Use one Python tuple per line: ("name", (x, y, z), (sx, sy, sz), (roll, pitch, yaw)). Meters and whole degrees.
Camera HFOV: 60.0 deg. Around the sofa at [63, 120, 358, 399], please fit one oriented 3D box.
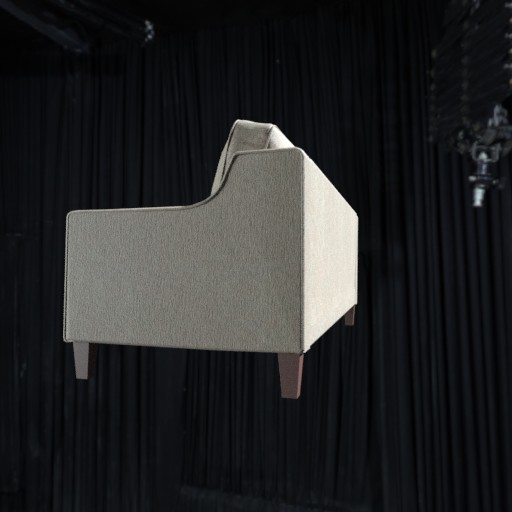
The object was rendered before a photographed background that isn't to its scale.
("sofa", (0.000, 0.000, 2.751), (1.073, 1.074, 2.181), (0, -1, 17))
